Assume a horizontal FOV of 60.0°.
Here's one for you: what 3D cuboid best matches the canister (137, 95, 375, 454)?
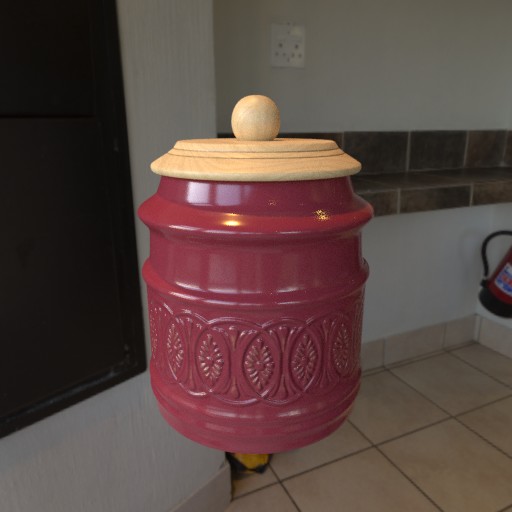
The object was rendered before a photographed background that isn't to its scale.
[{"bbox_3d":[0.000,0.000,0.258,0.130,0.176,0.130,0,17,0],"label":"canister"}]
